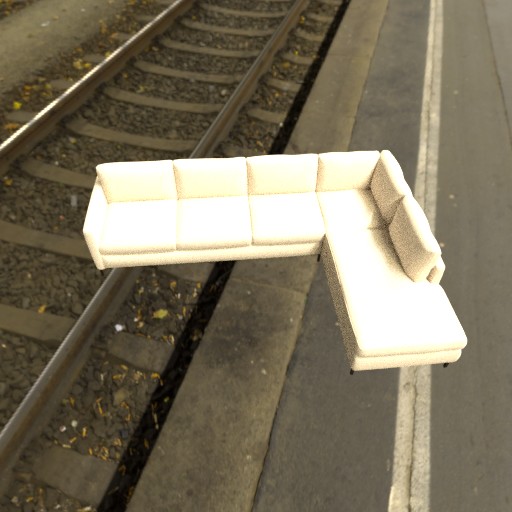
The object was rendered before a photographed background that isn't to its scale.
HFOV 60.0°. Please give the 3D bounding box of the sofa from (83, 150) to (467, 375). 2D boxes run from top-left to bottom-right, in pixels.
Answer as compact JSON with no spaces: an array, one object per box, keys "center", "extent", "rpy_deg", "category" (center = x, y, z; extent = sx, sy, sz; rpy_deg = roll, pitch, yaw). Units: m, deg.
[{"center":[0.000,0.000,3.796],"extent":[2.949,0.815,2.007],"rpy_deg":[-3,47,-3],"category":"sofa"}]
